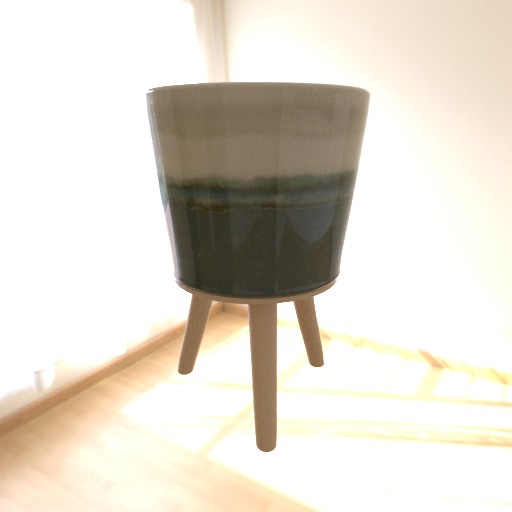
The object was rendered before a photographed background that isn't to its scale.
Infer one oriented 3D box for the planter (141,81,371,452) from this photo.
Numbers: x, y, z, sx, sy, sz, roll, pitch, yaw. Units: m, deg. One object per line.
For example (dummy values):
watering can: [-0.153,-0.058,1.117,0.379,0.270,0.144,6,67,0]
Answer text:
planter: [0.000,0.000,0.476,0.217,0.331,0.217,2,16,7]
